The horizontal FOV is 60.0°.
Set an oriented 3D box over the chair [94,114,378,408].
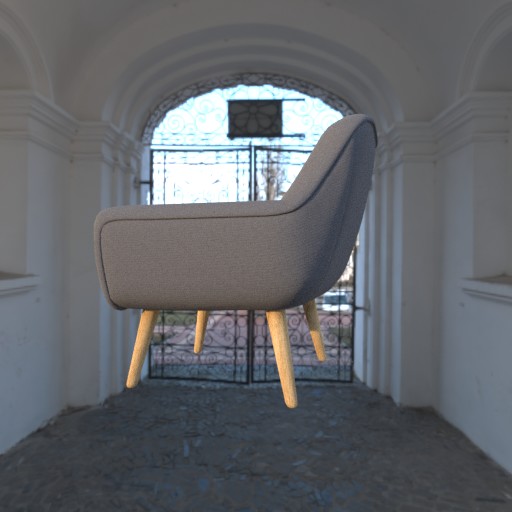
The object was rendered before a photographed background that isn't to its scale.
[{"bbox_3d":[0.000,0.000,1.481,0.779,0.800,0.770,0,1,17],"label":"chair"}]
